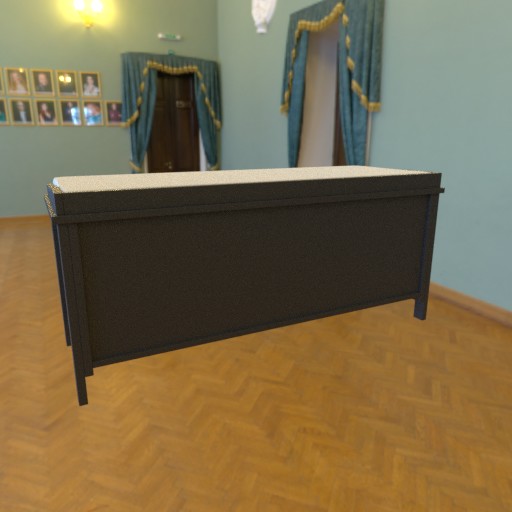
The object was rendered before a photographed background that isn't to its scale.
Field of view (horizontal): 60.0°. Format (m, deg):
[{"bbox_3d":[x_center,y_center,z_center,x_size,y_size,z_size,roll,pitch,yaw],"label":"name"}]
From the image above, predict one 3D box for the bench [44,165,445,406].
[{"bbox_3d":[0.000,0.000,1.380,1.140,0.501,0.398,-8,17,-26],"label":"bench"}]
